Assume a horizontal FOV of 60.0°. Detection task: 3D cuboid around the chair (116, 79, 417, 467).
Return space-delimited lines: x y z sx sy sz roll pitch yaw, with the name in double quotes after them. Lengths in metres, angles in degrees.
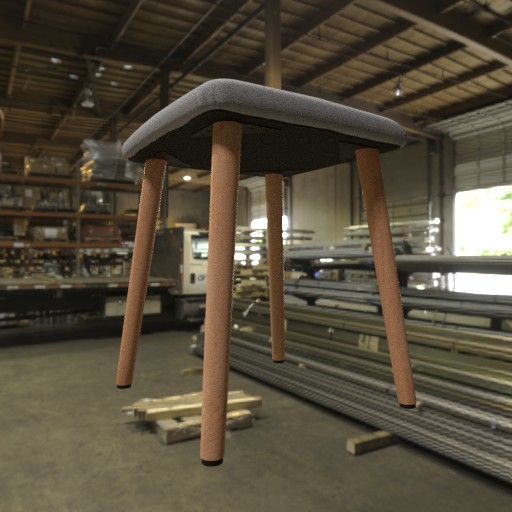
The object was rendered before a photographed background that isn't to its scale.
0.000 0.000 0.697 0.350 0.440 0.350 0 0 -33 "chair"
